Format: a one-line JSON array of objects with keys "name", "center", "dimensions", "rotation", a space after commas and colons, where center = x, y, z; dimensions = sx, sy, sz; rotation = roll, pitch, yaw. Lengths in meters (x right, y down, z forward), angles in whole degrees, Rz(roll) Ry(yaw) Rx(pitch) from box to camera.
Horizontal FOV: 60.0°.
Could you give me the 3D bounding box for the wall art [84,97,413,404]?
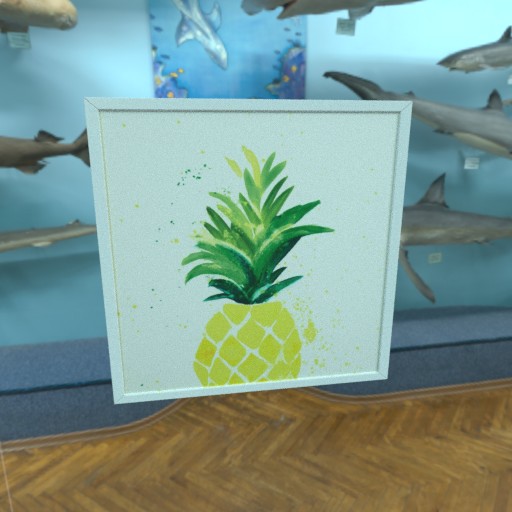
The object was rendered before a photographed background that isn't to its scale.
[{"name": "wall art", "center": [0.000, 0.000, 0.461], "dimensions": [0.307, 0.307, 0.020], "rotation": [-3, 16, -9]}]
